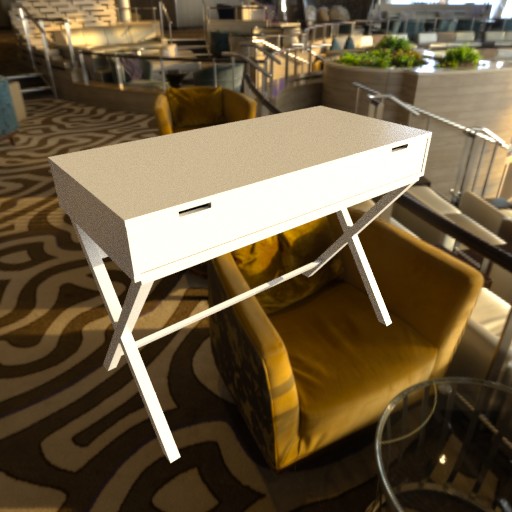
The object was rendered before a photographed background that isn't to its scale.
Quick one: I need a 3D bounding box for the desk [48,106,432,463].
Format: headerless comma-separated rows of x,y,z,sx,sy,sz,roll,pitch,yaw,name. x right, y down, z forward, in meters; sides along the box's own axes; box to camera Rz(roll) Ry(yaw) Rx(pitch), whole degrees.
0.000,0.000,1.524,1.059,0.780,0.509,-22,37,-32,desk
